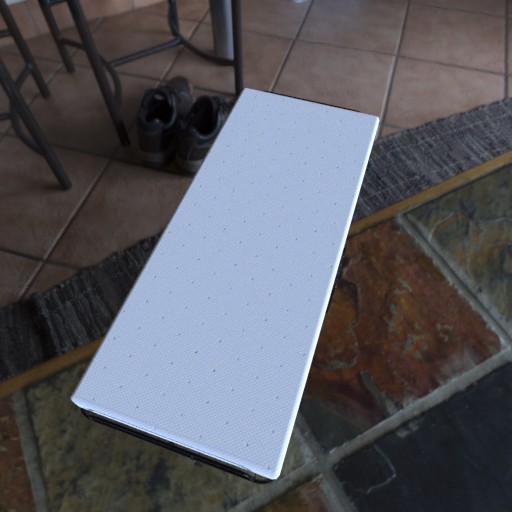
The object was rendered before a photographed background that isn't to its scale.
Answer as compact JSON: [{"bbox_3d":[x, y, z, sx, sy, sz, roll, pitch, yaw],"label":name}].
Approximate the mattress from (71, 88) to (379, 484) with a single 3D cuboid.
[{"bbox_3d":[0.000,0.000,2.443,0.922,0.519,2.153,16,59,10],"label":"mattress"}]
